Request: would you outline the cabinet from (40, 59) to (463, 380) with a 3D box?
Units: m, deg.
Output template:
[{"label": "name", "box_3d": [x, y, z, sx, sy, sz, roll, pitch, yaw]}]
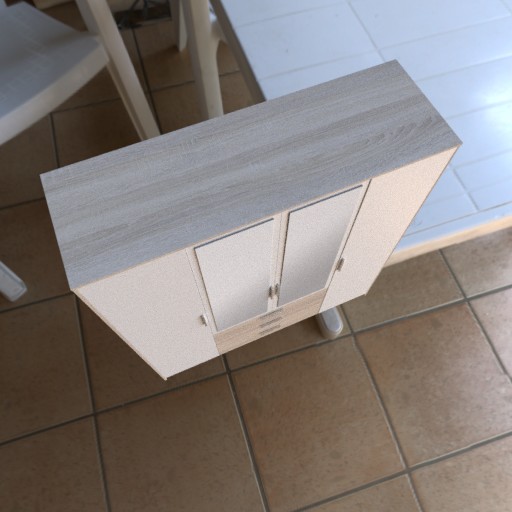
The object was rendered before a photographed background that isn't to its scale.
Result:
[{"label": "cabinet", "box_3d": [0.000, 0.000, 2.976, 1.870, 2.060, 0.620, -21, 66, -10]}]
